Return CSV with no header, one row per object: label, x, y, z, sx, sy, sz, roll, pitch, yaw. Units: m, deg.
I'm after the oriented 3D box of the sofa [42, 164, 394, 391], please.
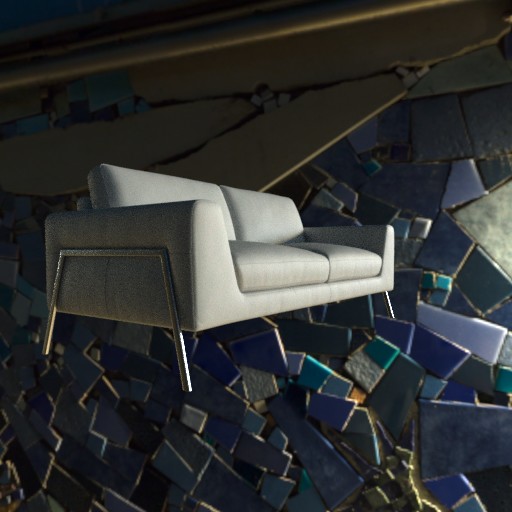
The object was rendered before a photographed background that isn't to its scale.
sofa,0.000,0.000,2.546,0.953,0.875,2.017,0,1,36
